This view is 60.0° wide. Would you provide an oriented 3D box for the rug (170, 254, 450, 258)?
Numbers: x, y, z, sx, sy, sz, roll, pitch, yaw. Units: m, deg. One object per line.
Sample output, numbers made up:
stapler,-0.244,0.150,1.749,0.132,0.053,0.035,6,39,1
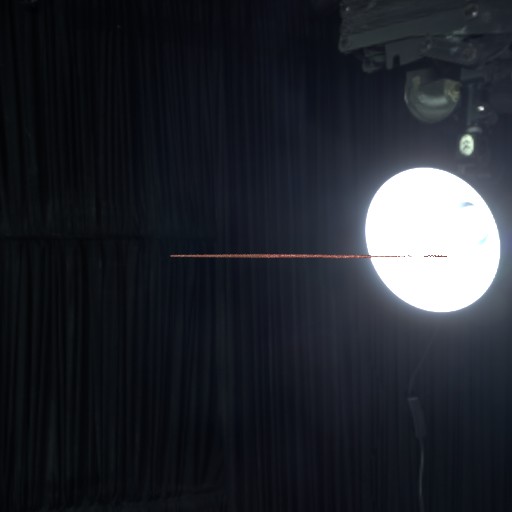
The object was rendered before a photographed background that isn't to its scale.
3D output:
rug,0.000,0.000,2.532,0.687,0.012,2.307,0,0,-18
